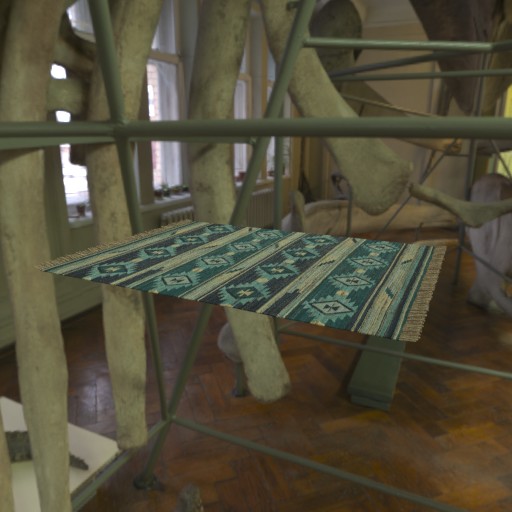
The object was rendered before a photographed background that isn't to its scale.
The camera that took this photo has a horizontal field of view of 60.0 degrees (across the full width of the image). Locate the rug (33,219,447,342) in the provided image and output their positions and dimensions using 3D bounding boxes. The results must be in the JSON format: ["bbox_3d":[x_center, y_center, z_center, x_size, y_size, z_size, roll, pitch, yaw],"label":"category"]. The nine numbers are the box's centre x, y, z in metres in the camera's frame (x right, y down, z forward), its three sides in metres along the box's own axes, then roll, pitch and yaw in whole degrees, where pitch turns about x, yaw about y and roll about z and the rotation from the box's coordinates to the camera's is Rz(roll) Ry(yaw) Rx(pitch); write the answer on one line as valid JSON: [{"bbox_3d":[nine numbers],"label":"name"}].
[{"bbox_3d":[0.000,0.000,4.307,3.307,0.047,2.418,8,18,25],"label":"rug"}]
